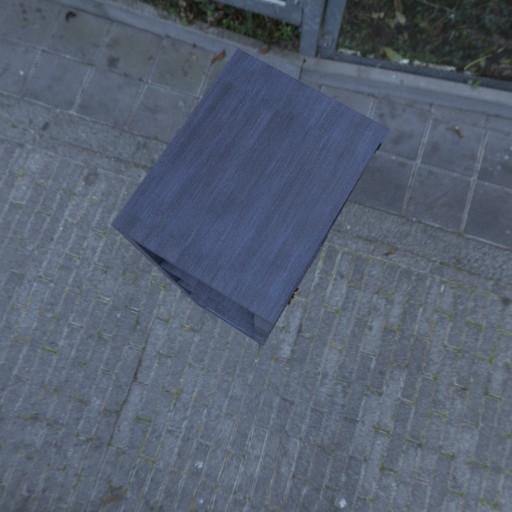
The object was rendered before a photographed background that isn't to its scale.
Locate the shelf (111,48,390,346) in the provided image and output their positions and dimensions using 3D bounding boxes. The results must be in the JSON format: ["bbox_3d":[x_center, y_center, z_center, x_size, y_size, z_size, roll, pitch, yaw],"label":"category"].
[{"bbox_3d":[0.000,0.000,1.950,0.472,1.727,0.584,31,79,7],"label":"shelf"}]
